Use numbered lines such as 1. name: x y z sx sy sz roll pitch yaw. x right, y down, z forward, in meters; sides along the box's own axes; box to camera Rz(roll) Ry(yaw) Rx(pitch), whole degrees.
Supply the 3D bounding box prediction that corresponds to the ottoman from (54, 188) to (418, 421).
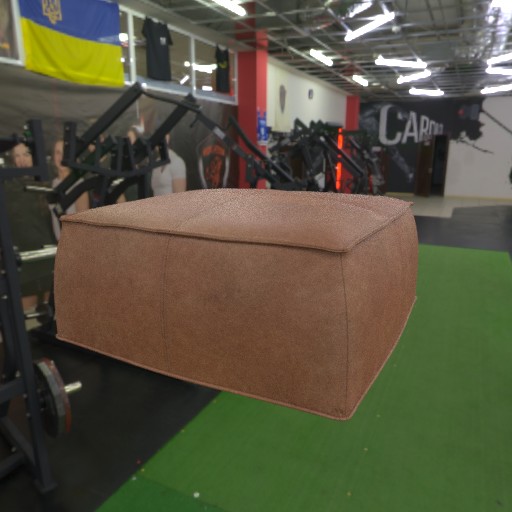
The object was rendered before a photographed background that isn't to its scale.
1. ottoman: 0.000 0.000 1.386 0.902 0.395 0.901 7 16 27
